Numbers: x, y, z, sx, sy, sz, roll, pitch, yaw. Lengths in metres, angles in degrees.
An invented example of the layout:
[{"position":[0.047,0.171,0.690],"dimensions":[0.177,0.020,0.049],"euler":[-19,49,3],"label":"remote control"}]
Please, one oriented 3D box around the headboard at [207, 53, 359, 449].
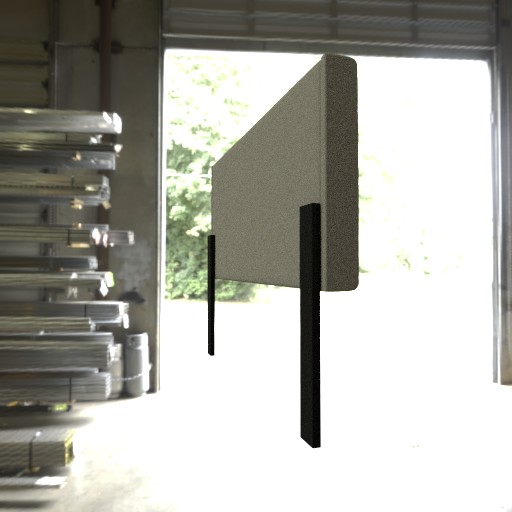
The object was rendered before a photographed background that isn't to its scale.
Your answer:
[{"position":[0.000,0.000,2.676],"dimensions":[0.184,1.524,2.051],"euler":[0,-1,-18],"label":"headboard"}]
